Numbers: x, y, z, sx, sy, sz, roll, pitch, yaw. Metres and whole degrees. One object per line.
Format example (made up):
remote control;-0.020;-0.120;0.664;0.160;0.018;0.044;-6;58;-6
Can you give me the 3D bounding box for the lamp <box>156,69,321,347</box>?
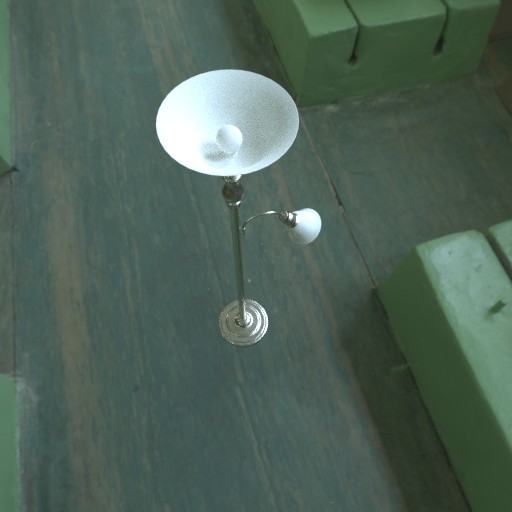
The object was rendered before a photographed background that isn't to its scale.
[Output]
lamp;0.000;0.000;2.064;0.575;1.785;0.405;-15;63;-8
